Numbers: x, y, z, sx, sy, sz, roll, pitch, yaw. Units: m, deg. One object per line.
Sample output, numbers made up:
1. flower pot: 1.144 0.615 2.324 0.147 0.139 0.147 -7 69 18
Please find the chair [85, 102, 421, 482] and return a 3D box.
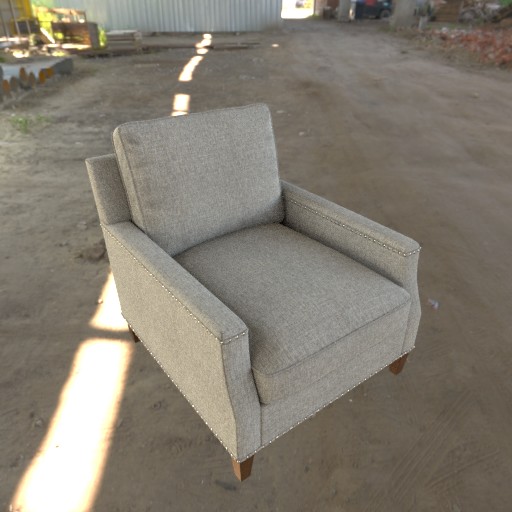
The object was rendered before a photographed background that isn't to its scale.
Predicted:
1. chair: 0.000 0.000 1.682 0.853 0.943 1.014 -21 36 -31
